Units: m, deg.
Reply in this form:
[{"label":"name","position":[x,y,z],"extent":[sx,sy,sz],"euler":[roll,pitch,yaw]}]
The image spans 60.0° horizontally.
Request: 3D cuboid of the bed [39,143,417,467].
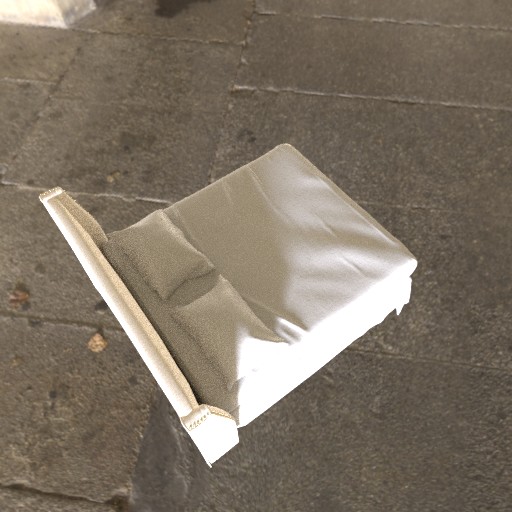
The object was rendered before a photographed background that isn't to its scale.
[{"label":"bed","position":[0.000,0.000,3.488],"extent":[2.276,1.332,1.925],"euler":[-32,63,-19]}]
